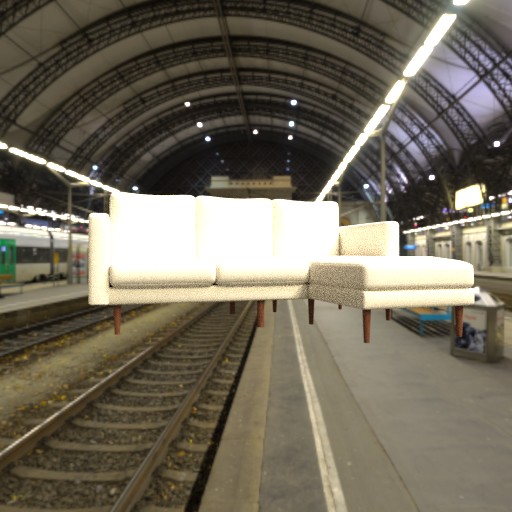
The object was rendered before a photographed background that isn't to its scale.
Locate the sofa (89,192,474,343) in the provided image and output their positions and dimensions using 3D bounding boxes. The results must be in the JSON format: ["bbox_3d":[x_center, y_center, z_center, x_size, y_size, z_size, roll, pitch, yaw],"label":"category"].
[{"bbox_3d":[0.000,0.000,2.861,2.029,0.899,1.580,0,0,-18],"label":"sofa"}]
